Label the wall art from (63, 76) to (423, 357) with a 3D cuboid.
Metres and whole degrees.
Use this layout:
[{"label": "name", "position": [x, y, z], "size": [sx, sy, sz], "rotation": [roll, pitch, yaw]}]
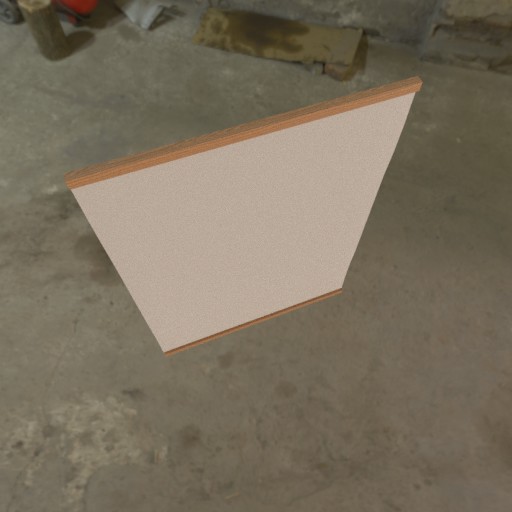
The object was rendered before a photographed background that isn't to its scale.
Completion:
[{"label": "wall art", "position": [0.000, 0.000, 1.301], "size": [0.739, 1.016, 0.020], "rotation": [-19, 61, -10]}]
